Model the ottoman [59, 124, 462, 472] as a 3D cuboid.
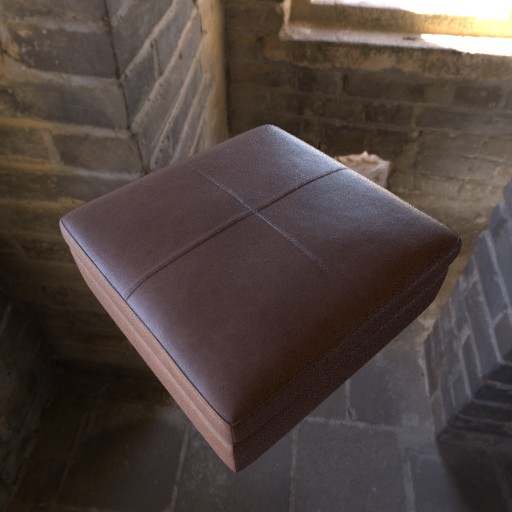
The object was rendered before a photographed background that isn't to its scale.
[{"bbox_3d":[0.000,0.000,1.837,1.168,0.490,1.168,-32,54,-27],"label":"ottoman"}]
